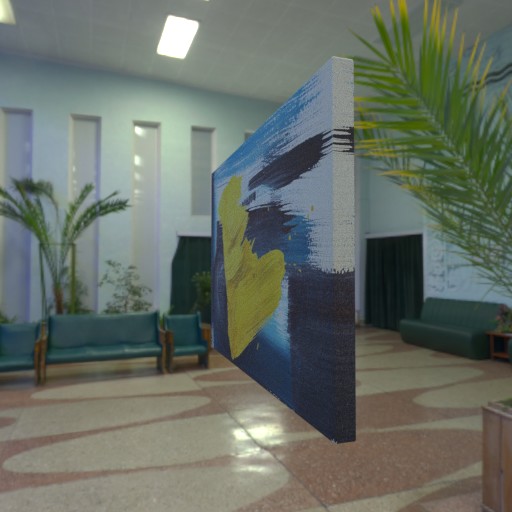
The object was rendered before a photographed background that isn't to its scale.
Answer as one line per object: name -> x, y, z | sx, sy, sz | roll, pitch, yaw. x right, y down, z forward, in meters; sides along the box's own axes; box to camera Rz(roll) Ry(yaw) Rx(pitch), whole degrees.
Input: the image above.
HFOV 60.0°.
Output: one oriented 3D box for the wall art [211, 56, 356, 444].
wall art -> 0.000, 0.000, 1.137 | 0.039, 0.610, 0.914 | 1, -2, -18
